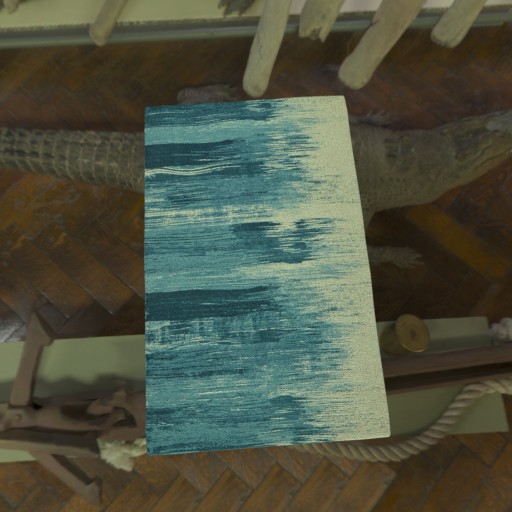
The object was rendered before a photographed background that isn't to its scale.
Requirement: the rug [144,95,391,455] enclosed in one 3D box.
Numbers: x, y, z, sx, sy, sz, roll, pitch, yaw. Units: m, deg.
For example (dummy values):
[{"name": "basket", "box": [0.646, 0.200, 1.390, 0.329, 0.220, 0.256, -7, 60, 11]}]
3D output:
[{"name": "rug", "box": [0.000, 0.000, 3.052, 1.540, 0.027, 2.450, -4, 75, -1]}]
